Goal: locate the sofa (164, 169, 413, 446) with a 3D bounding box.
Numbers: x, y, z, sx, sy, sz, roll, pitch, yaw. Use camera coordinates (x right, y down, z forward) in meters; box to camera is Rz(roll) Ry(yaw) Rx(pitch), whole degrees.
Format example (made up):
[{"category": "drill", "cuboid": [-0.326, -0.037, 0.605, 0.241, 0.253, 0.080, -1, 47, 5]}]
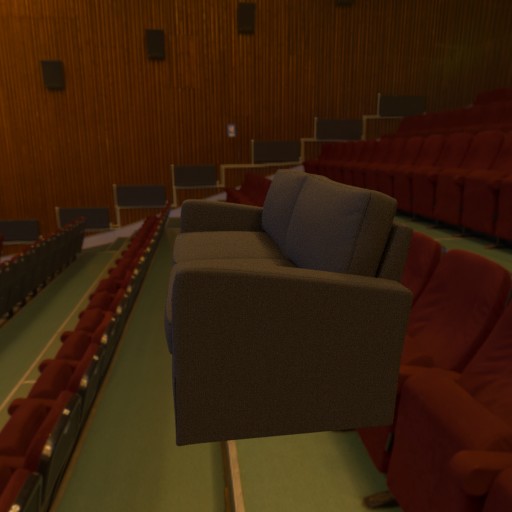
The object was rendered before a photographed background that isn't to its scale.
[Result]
[{"category": "sofa", "cuboid": [0.000, 0.000, 2.336, 0.898, 0.839, 1.852, -2, 14, -8]}]
